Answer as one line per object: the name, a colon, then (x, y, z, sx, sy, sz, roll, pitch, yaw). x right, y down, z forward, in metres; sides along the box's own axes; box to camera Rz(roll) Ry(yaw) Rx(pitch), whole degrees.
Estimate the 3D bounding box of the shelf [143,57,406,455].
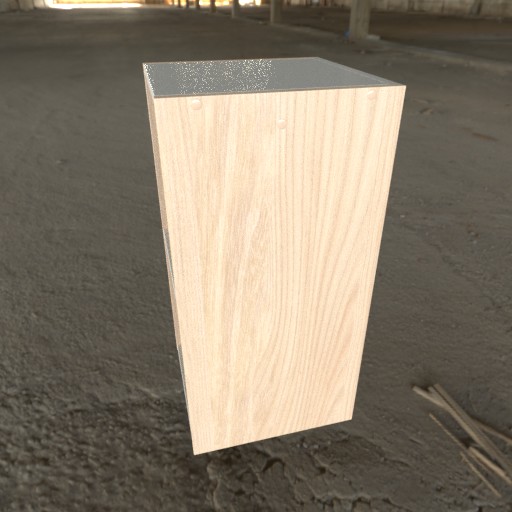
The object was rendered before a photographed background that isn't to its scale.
shelf: (0.000, 0.000, 0.769, 0.297, 0.594, 0.290, -8, 32, -13)
